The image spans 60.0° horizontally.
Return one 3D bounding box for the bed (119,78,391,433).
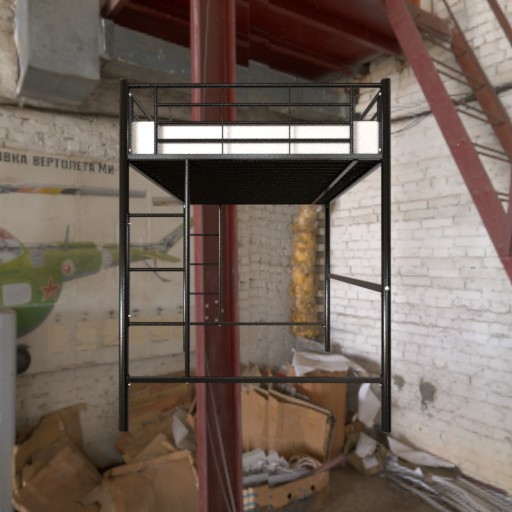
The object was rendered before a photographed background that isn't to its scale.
[{"bbox_3d":[0.000,0.000,3.245,1.397,1.803,1.994,0,0,0],"label":"bed"}]
